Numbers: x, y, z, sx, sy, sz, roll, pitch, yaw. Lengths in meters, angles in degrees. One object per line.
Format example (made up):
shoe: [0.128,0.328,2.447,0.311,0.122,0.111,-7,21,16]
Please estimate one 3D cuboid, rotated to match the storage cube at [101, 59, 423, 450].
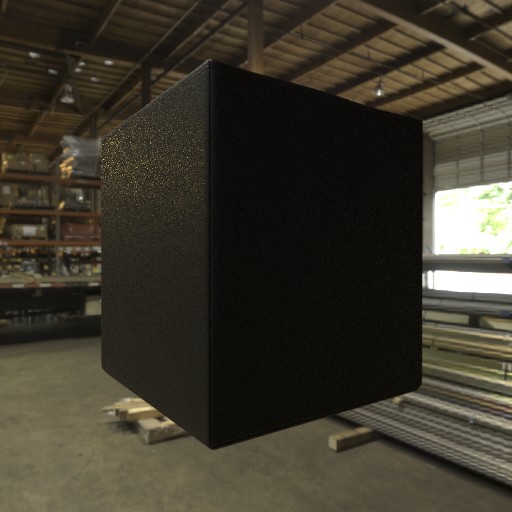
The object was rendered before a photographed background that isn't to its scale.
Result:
storage cube: [0.000,0.000,0.496,0.270,0.280,0.270,0,0,-35]
